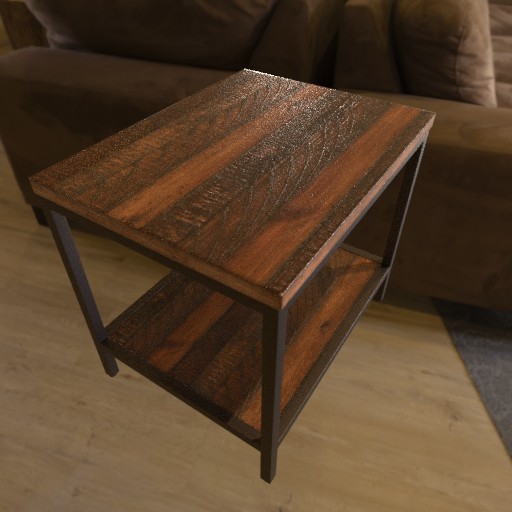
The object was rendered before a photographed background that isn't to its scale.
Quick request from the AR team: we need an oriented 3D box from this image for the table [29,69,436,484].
[{"bbox_3d":[0.000,0.000,1.093,0.524,0.612,0.678,23,46,24],"label":"table"}]
